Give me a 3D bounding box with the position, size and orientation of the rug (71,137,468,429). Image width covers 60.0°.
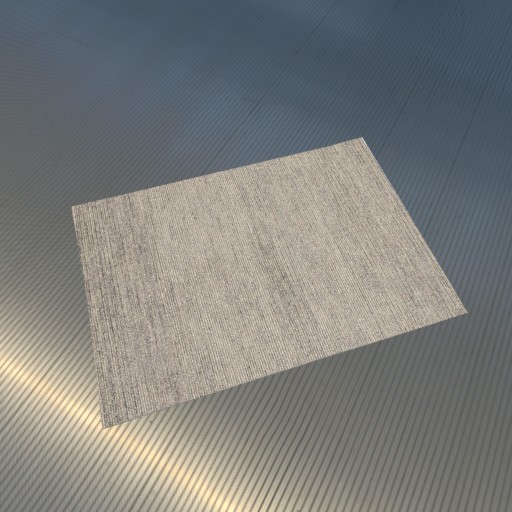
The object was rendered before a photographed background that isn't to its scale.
[{"bbox_3d":[0.000,0.000,3.001,2.307,0.030,1.604,-15,61,-9],"label":"rug"}]
